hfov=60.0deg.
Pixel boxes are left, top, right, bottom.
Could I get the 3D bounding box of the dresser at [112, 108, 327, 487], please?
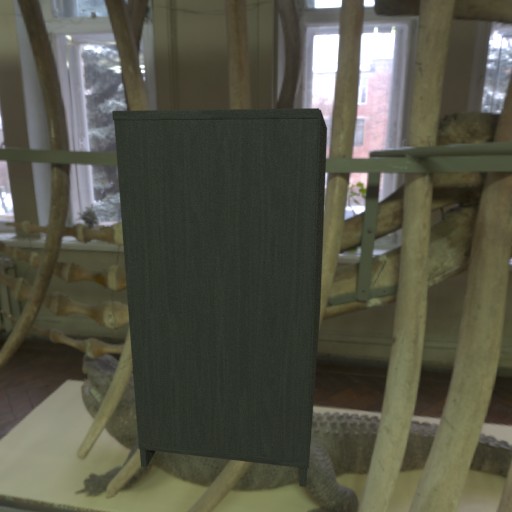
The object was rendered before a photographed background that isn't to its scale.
[{"bbox_3d":[0.000,0.000,1.408,0.404,0.816,0.994,2,14,9],"label":"dresser"}]
